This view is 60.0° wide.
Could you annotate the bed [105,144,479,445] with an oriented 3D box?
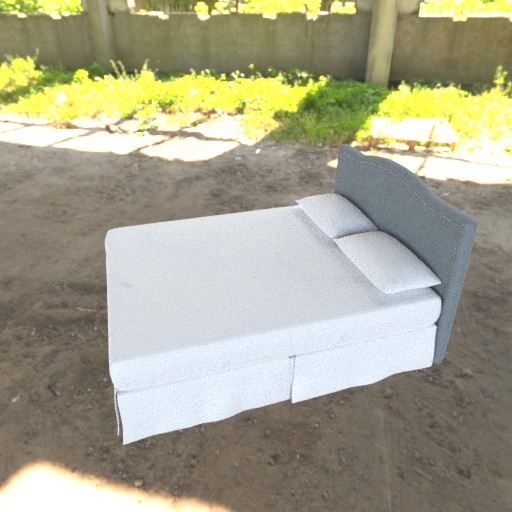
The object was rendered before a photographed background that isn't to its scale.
[{"bbox_3d":[0.000,0.000,3.949,2.689,1.457,2.161,-9,31,-15],"label":"bed"}]
